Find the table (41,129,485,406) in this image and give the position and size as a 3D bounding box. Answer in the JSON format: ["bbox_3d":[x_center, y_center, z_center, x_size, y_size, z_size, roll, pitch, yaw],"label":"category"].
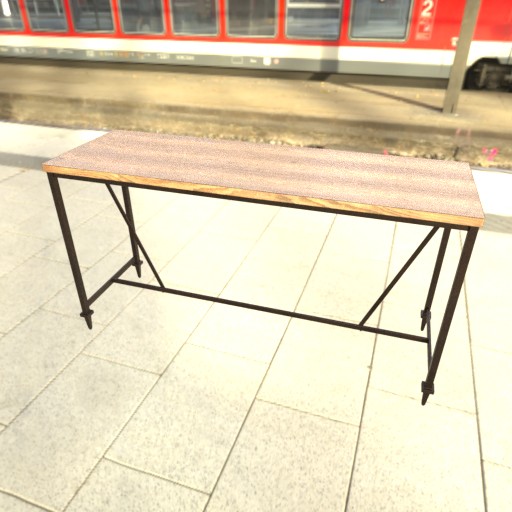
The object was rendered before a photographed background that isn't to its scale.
[{"bbox_3d":[0.000,0.000,2.077,1.700,0.902,0.551,9,33,15],"label":"table"}]
